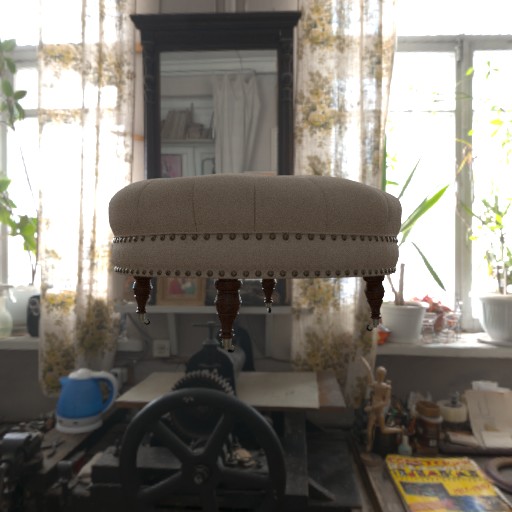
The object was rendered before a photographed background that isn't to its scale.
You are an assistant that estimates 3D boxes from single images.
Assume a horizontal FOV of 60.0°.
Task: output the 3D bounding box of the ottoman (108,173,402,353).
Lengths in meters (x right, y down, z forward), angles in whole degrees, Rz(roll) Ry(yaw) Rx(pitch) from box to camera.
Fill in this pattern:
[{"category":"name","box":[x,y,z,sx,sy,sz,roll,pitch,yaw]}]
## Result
[{"category":"ottoman","box":[0.000,0.000,1.487,0.940,0.483,0.940,0,0,0]}]
